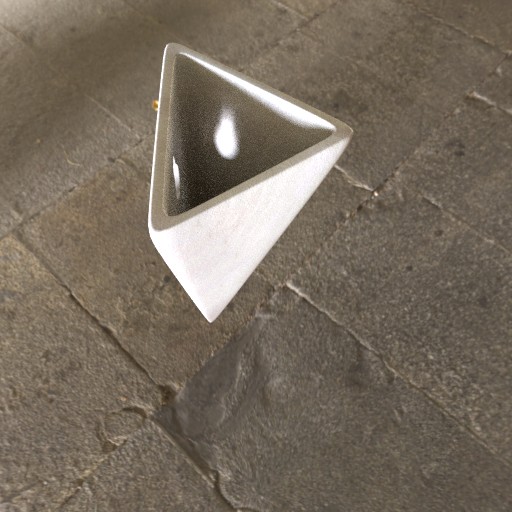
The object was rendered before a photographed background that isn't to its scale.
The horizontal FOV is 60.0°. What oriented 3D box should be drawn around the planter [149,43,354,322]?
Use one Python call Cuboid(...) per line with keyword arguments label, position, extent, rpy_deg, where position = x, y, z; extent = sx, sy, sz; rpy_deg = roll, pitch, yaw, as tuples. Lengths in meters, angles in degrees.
Cuboid(label="planter", position=(0.000, 0.000, 0.274), extent=(0.081, 0.224, 0.101), rpy_deg=(-2, 62, -1))
